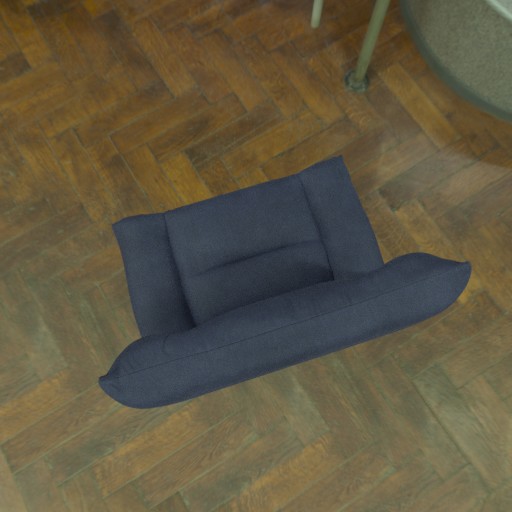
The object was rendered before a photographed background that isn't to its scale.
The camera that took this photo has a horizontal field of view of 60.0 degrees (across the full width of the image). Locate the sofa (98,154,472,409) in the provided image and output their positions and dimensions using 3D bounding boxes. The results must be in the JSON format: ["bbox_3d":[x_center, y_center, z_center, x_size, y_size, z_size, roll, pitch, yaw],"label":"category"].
[{"bbox_3d":[0.000,0.000,1.681,1.122,0.778,0.849,-17,76,-4],"label":"sofa"}]
